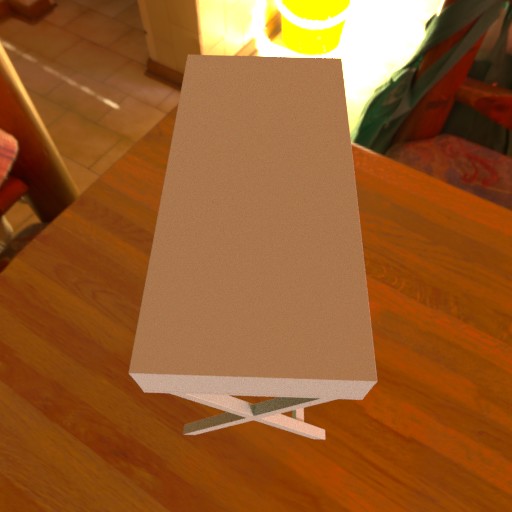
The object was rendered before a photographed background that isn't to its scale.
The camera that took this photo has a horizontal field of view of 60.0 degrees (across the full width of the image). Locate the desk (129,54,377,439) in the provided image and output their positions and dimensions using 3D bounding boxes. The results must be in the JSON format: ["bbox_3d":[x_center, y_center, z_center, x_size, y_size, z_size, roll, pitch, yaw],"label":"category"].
[{"bbox_3d":[0.000,0.000,1.506,0.525,0.780,1.057,2,58,1],"label":"desk"}]
